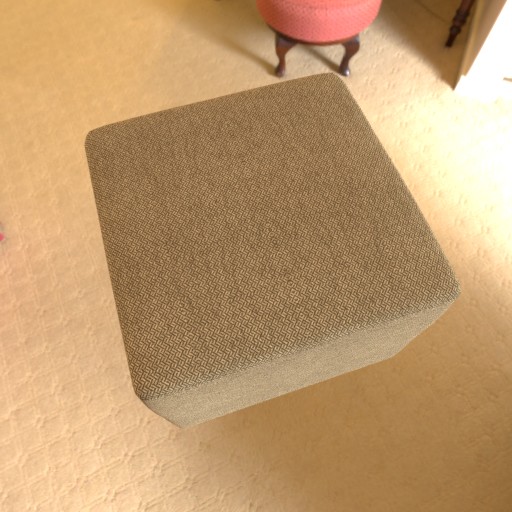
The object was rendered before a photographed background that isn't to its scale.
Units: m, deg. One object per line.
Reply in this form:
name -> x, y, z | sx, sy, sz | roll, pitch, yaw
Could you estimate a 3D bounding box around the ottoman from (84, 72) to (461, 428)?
ottoman -> 0.000, 0.000, 0.910 | 0.519, 0.453, 0.512 | -16, 65, -8
